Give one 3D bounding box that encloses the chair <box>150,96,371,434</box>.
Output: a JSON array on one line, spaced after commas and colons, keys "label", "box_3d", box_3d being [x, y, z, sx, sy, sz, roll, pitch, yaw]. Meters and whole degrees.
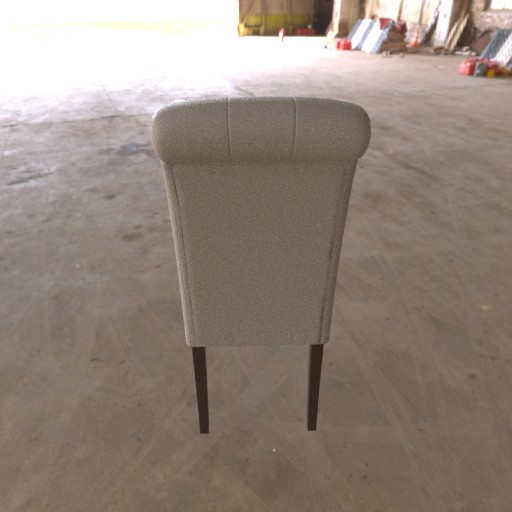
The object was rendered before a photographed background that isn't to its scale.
[{"label": "chair", "box_3d": [0.000, 0.000, 1.315, 0.456, 1.006, 0.671, -1, 30, -2]}]
